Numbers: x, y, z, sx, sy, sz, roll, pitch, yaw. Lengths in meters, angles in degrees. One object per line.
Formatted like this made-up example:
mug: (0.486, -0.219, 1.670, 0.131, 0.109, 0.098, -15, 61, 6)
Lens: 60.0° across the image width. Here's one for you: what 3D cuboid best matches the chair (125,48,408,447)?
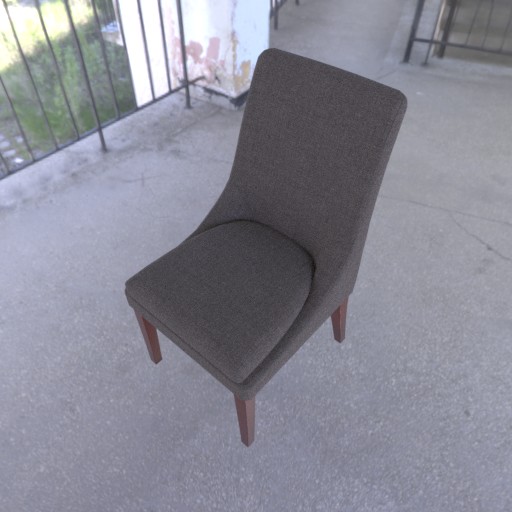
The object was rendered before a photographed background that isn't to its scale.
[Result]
chair: (0.000, 0.000, 1.343, 0.508, 0.952, 0.655, 32, 54, 27)
